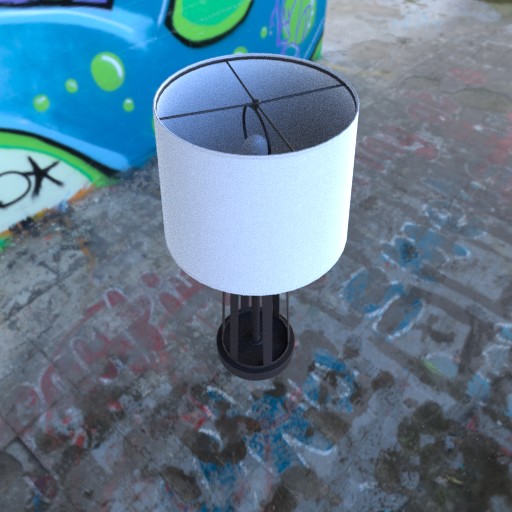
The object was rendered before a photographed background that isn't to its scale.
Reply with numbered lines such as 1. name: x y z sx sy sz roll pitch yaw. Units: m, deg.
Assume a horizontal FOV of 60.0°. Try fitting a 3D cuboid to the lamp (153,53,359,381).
1. lamp: 0.000 0.000 0.666 0.251 0.509 0.251 0 48 0
